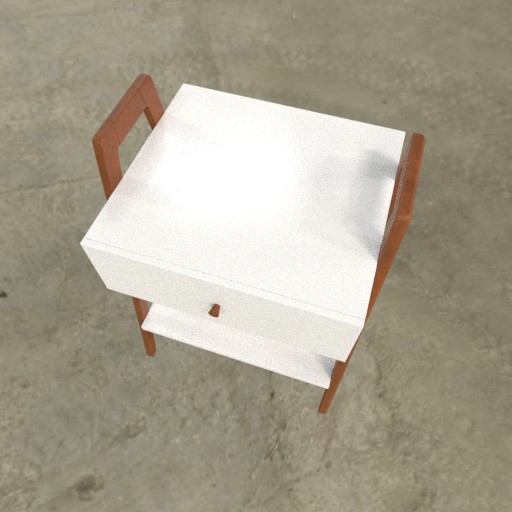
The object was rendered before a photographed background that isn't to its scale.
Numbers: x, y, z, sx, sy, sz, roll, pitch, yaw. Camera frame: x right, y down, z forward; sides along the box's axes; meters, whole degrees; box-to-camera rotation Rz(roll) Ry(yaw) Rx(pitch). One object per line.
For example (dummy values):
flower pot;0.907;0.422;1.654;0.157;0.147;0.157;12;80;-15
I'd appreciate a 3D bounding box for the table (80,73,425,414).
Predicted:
table;0.000;0.000;0.884;0.457;0.610;0.405;16;59;9
